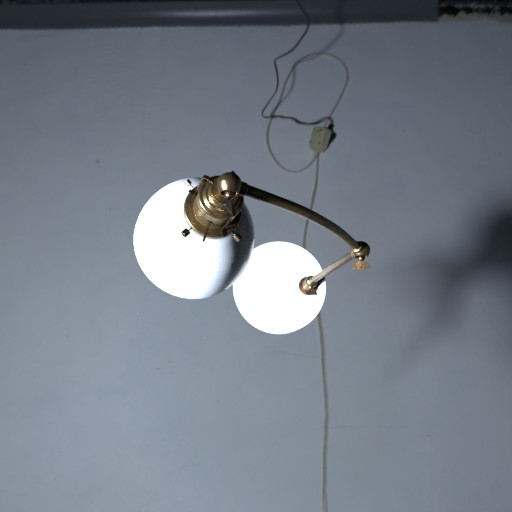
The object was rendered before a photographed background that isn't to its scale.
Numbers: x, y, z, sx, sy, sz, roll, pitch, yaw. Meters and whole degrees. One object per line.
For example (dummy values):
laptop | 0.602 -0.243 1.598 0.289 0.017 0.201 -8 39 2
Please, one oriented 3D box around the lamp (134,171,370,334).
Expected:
lamp | 0.000 0.000 0.655 0.317 0.522 0.186 1 75 0
